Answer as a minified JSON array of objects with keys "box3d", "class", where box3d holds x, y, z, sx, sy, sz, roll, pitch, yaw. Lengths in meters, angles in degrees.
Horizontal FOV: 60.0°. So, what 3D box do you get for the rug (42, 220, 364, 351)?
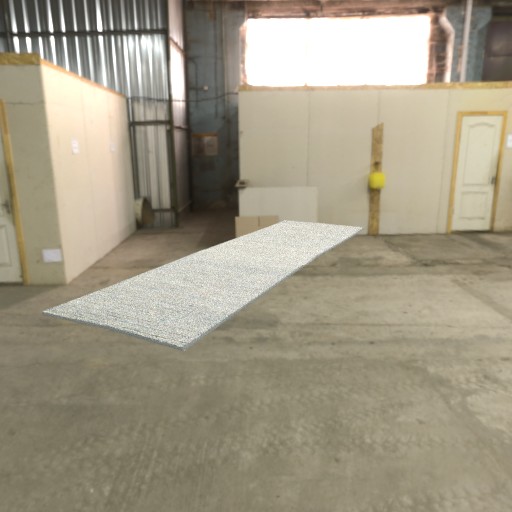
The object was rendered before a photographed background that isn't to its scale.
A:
[{"box3d":[0.000,0.000,2.592,0.675,0.037,2.341,8,16,27],"class":"rug"}]
